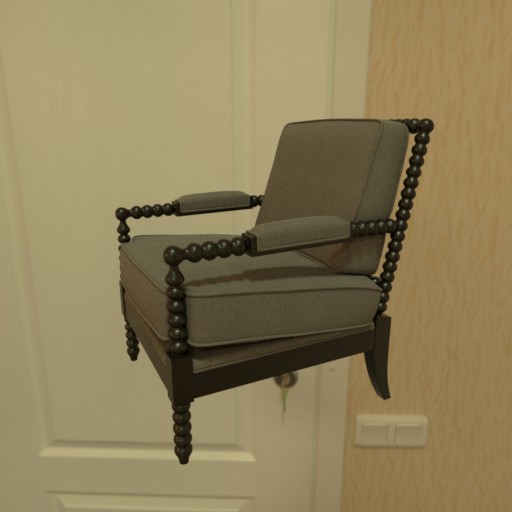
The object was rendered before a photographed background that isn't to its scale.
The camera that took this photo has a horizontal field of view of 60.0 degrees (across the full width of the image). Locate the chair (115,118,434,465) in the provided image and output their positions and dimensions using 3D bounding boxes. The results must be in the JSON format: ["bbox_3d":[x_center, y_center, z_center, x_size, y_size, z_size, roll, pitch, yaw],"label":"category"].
[{"bbox_3d":[0.000,0.000,1.108,0.622,0.661,0.540,-8,17,-26],"label":"chair"}]
